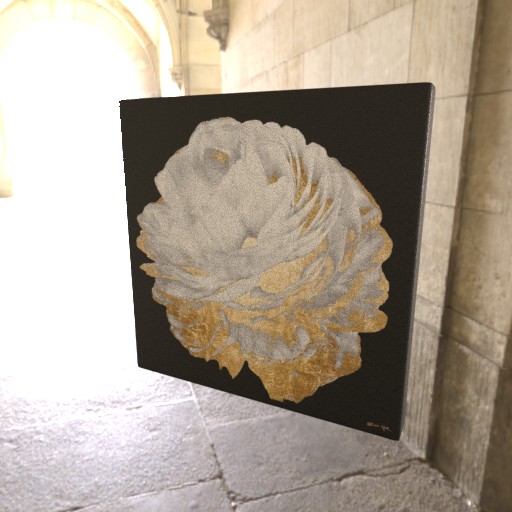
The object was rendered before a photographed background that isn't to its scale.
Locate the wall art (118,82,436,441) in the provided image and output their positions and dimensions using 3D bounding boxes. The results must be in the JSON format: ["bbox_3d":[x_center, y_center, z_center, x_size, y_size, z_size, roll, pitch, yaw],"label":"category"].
[{"bbox_3d":[0.000,0.000,0.588,0.406,0.407,0.041,7,16,26],"label":"wall art"}]
